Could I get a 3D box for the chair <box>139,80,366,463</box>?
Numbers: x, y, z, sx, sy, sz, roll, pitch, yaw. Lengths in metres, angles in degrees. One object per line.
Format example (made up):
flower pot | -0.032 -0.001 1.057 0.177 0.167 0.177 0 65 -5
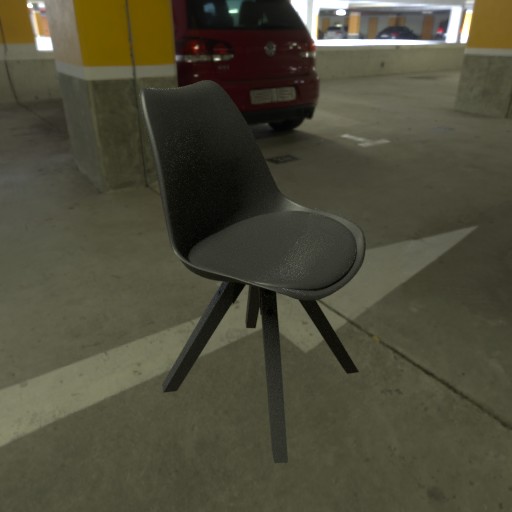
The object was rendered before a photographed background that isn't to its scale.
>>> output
chair | 0.000 0.000 1.208 0.550 0.850 0.485 19 32 32
